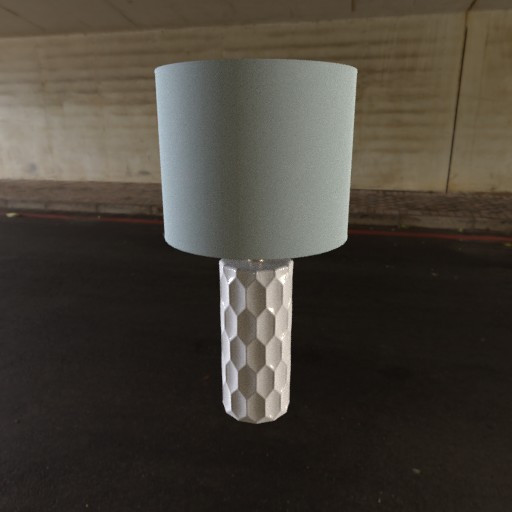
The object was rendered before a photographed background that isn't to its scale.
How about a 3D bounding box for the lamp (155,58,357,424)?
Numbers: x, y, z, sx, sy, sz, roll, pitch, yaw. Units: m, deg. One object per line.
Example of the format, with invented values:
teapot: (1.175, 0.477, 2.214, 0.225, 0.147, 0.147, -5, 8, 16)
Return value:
lamp: (0.000, 0.000, 0.694, 0.277, 0.534, 0.277, 16, 23, 42)
